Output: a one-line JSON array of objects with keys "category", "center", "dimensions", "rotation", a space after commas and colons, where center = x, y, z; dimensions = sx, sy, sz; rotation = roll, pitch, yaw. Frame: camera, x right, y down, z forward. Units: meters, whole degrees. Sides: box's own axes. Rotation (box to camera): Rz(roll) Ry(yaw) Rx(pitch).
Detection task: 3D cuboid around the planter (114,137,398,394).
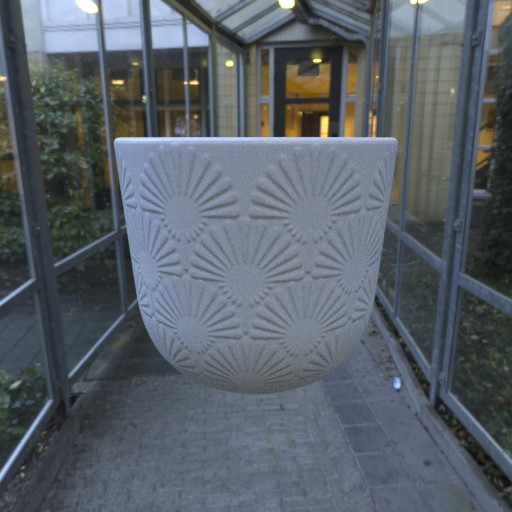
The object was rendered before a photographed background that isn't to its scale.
[{"category": "planter", "center": [0.000, 0.000, 0.295], "dimensions": [0.170, 0.152, 0.170], "rotation": [0, 15, 0]}]
